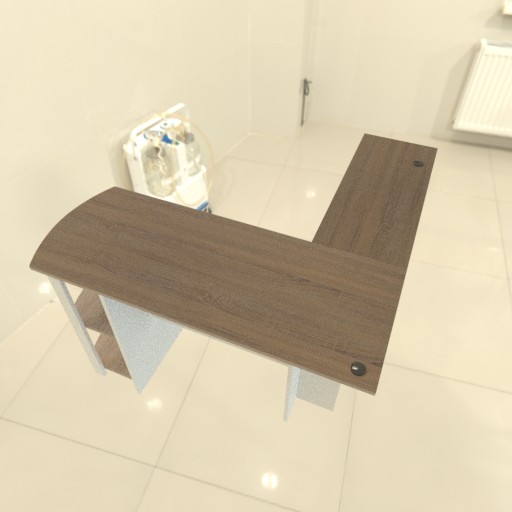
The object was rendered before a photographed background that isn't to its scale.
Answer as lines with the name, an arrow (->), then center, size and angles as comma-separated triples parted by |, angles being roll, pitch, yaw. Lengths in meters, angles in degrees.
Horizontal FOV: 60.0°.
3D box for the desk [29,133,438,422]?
desk -> 0.000, 0.000, 2.103 | 1.303, 0.716, 1.361 | 17, 48, 16
